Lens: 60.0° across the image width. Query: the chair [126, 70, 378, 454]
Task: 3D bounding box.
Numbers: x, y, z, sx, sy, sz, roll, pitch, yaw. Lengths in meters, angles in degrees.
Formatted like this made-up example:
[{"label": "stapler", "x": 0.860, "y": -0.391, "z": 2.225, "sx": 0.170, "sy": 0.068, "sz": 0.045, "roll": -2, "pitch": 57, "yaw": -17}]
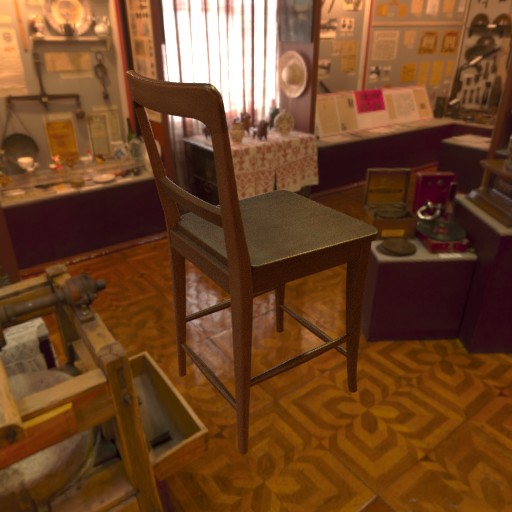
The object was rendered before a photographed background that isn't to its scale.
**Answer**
[{"label": "chair", "x": 0.000, "y": 0.000, "z": 1.282, "sx": 0.546, "sy": 0.991, "sz": 0.450, "roll": -17, "pitch": 31, "yaw": -30}]
